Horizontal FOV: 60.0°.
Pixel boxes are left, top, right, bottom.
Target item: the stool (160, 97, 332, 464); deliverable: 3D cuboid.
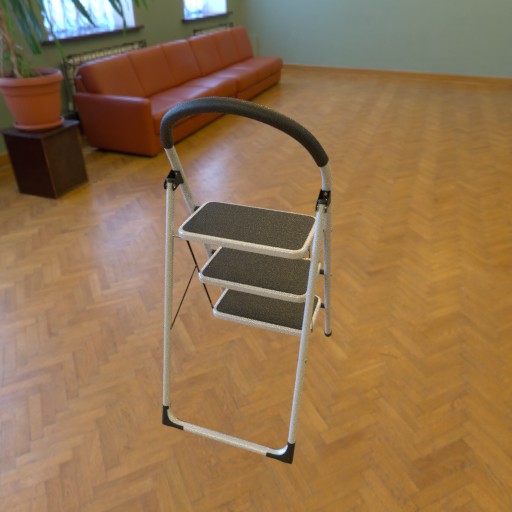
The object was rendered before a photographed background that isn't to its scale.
[{"bbox_3d":[0.000,0.000,1.475,0.485,1.109,0.676,10,33,16],"label":"stool"}]
